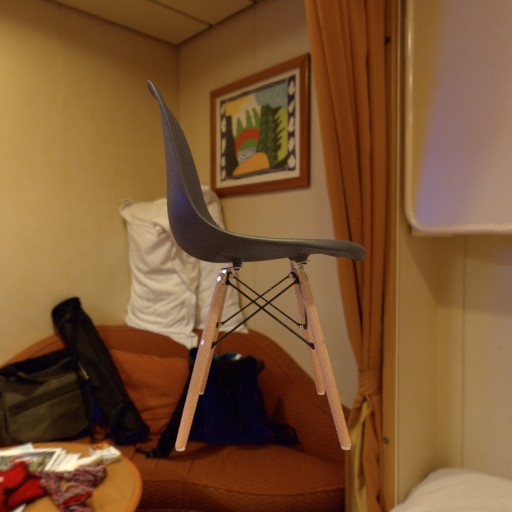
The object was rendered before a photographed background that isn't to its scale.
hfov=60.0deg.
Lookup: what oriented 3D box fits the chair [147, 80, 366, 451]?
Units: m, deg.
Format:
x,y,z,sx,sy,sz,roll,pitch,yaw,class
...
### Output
x,y,z,sx,sy,sz,roll,pitch,yaw,class
0.000,0.000,1.126,0.533,0.825,0.470,0,1,0,chair
